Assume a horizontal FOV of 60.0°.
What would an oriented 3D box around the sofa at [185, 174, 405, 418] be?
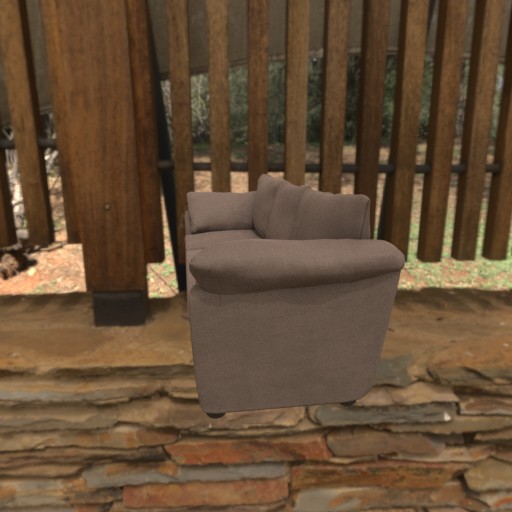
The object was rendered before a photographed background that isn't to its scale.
[{"bbox_3d":[0.000,0.000,2.824,0.893,0.981,2.377,-2,14,-9],"label":"sofa"}]
